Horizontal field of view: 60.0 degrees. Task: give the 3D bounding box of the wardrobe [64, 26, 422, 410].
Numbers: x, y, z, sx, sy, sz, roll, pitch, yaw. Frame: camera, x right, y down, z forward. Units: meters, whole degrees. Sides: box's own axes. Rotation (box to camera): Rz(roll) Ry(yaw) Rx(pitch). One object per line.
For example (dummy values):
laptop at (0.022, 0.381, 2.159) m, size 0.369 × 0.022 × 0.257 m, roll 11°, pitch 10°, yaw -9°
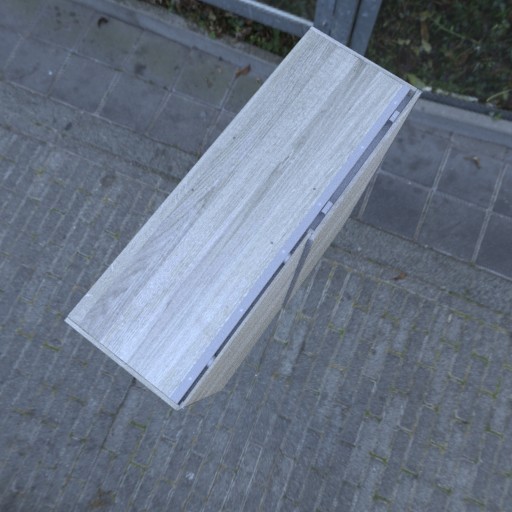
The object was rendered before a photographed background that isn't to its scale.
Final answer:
wardrobe at (0.000, 0.000, 2.874) m, size 0.629 × 1.960 × 1.780 m, roll 35°, pitch 78°, yaw 9°
